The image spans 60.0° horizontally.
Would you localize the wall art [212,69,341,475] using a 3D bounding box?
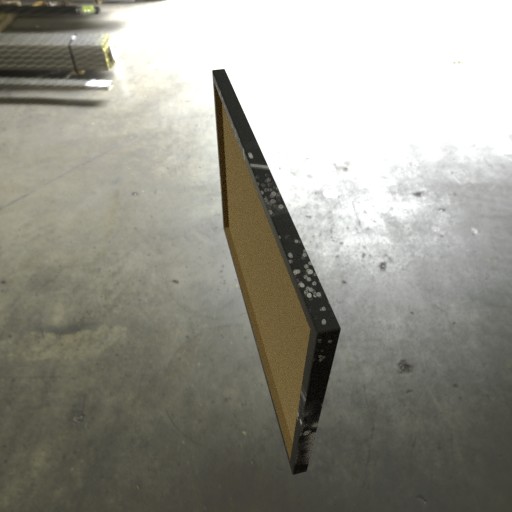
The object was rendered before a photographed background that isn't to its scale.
[{"bbox_3d":[0.000,0.000,1.171,0.038,0.609,0.914,-10,47,-9],"label":"wall art"}]
